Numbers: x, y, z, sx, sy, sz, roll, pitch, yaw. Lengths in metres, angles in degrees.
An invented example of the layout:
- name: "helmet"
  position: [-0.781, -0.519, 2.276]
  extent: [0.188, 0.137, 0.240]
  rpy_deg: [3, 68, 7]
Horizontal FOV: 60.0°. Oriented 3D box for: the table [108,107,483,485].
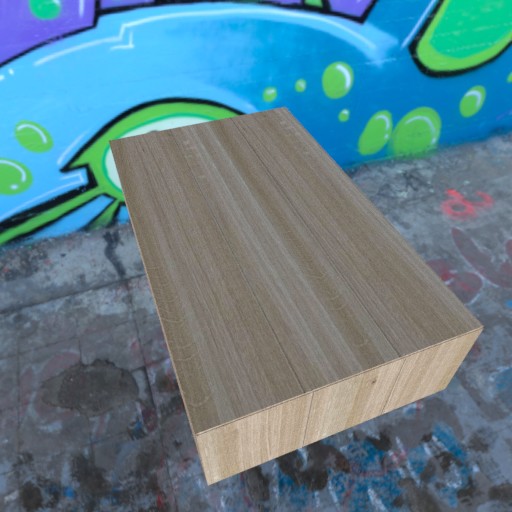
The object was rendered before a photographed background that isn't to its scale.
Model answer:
- name: "table"
  position: [0.000, 0.000, 1.405]
  extent: [0.678, 0.353, 1.110]
  rpy_deg: [-16, 48, -15]
